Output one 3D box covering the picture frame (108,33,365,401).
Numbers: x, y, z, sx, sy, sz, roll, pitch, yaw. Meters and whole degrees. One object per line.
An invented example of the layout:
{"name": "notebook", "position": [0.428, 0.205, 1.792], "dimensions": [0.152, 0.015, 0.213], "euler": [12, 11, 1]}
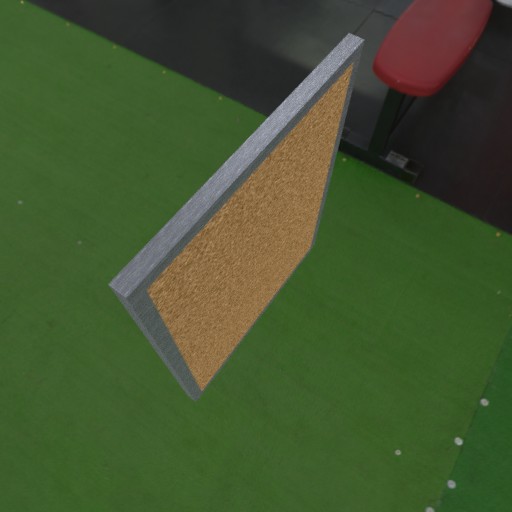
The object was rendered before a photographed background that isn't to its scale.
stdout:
{"name": "picture frame", "position": [0.000, 0.000, 0.751], "dimensions": [0.029, 0.559, 0.454], "euler": [33, 67, 16]}
